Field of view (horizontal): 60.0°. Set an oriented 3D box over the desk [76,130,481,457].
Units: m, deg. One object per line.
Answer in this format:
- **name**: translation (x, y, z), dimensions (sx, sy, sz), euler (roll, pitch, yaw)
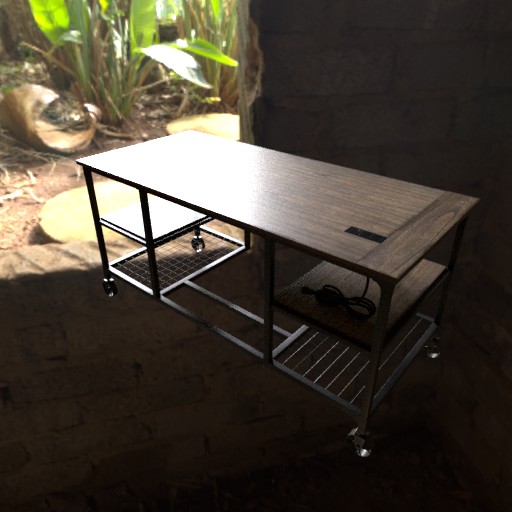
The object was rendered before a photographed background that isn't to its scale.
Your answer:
- **desk**: translation (0.000, 0.000, 2.012), dimensions (1.590, 0.751, 0.711), euler (23, 37, 34)
